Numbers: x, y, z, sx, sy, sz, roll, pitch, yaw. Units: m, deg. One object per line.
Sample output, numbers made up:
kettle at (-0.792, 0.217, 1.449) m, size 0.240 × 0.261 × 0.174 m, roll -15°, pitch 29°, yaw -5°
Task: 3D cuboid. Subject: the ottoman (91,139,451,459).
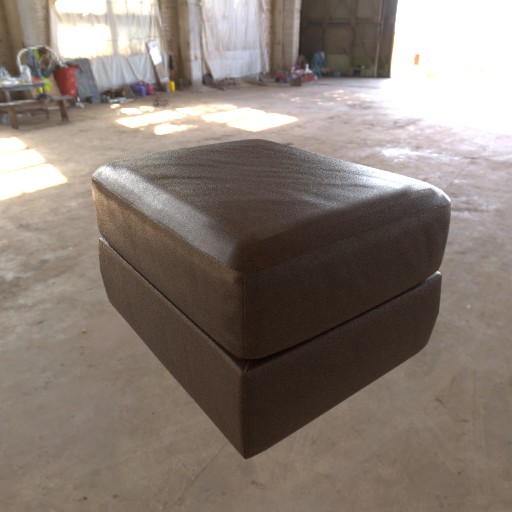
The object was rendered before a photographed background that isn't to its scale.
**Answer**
ottoman at (0.000, 0.000, 1.152) m, size 0.603 × 0.476 × 0.751 m, roll -18°, pitch 32°, yaw -33°
